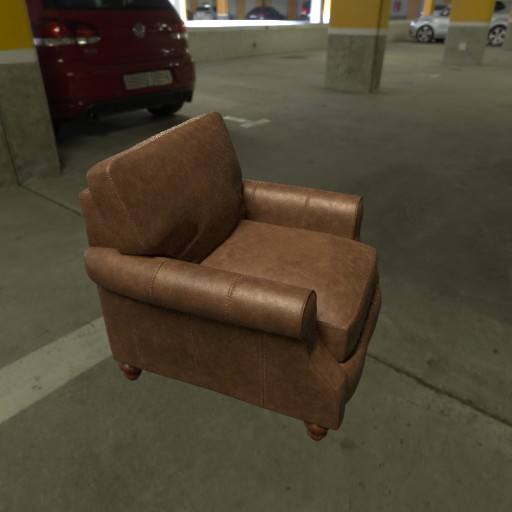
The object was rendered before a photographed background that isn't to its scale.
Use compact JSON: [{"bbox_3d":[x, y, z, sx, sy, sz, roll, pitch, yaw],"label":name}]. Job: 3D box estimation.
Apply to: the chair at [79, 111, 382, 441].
[{"bbox_3d":[0.000,0.000,1.801,1.002,0.976,0.996,11,31,19],"label":"chair"}]
